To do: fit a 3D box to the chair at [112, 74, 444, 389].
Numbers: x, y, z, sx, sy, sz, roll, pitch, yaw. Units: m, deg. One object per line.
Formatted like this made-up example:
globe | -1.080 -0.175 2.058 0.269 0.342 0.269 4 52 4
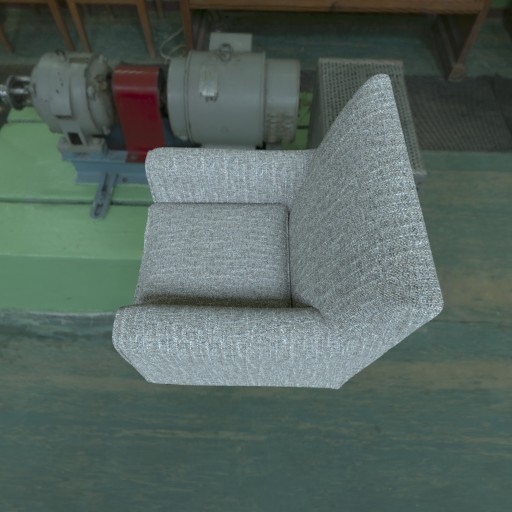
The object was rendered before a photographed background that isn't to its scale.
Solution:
chair | 0.000 0.000 1.622 0.873 0.928 0.864 0 58 0
